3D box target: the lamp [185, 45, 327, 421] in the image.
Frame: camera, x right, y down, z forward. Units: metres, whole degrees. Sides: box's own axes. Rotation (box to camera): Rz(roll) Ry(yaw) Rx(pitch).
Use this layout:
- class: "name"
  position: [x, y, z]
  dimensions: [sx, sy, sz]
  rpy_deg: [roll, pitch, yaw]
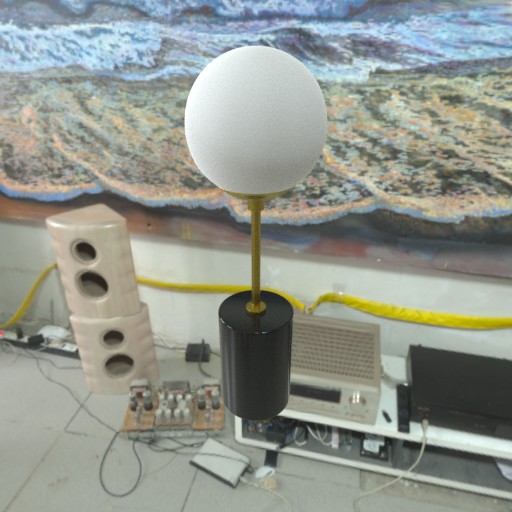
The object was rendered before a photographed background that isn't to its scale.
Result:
- class: "lamp"
  position: [0.000, 0.000, 0.560]
  dimensions: [0.153, 0.480, 0.153]
  rpy_deg: [0, 29, 0]
